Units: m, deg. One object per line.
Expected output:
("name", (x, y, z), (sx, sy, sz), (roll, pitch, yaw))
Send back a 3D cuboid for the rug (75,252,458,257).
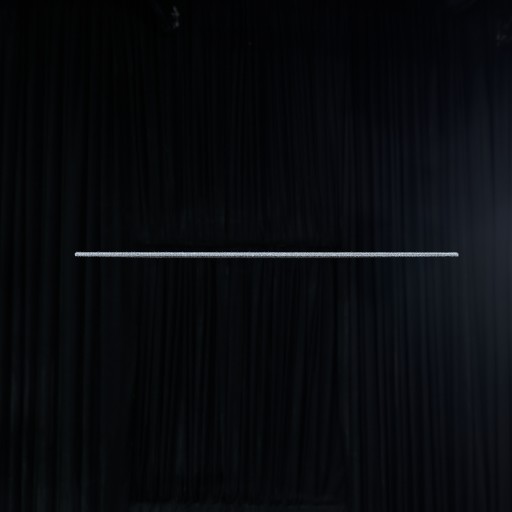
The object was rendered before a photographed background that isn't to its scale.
("rug", (0.000, 0.000, 2.265), (1.217, 0.011, 1.747), (0, 0, -3))
